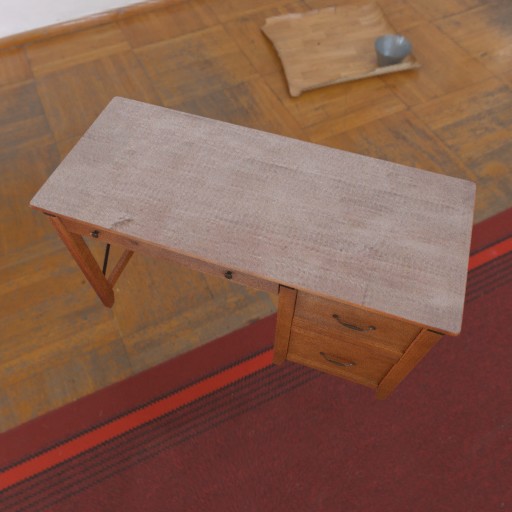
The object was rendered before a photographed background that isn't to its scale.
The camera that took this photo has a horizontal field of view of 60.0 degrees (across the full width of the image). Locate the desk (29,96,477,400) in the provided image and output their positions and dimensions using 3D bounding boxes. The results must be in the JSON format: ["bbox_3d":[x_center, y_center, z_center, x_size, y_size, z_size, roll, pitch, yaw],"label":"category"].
[{"bbox_3d":[0.000,0.000,1.759,1.353,0.756,0.574,16,59,10],"label":"desk"}]
